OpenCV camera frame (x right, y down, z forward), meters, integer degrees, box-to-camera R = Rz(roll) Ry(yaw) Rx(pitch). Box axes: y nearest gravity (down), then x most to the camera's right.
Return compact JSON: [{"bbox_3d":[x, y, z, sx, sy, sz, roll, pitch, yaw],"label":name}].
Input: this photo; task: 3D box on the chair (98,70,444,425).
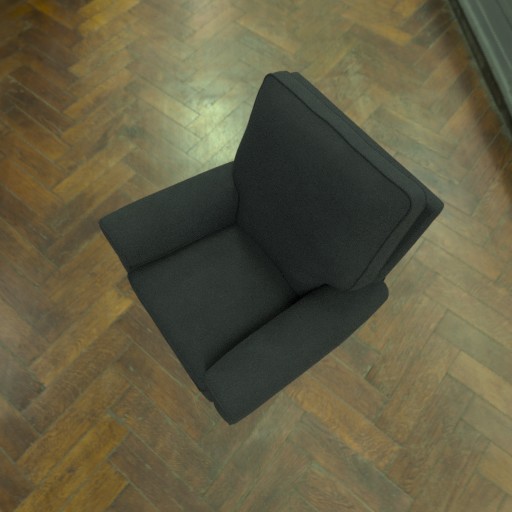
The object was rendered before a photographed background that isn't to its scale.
[{"bbox_3d":[0.000,0.000,1.660,0.878,0.961,0.890,-33,67,-16],"label":"chair"}]
